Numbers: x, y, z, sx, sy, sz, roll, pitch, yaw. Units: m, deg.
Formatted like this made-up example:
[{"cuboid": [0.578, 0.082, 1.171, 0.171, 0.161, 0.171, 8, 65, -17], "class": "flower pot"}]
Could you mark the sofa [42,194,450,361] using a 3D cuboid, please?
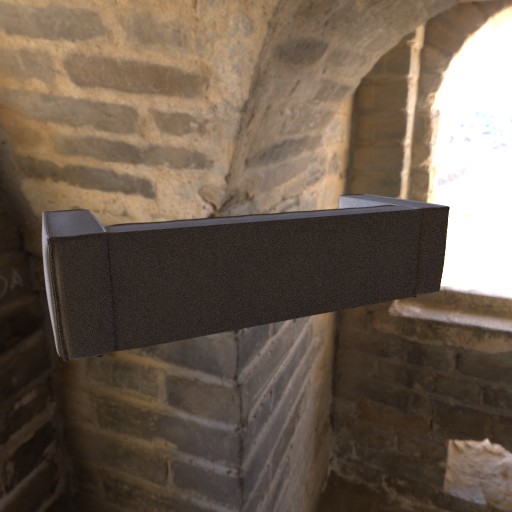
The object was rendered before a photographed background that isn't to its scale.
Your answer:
[{"cuboid": [0.000, 0.000, 3.123, 2.697, 0.680, 1.038, -7, 15, -25], "class": "sofa"}]
